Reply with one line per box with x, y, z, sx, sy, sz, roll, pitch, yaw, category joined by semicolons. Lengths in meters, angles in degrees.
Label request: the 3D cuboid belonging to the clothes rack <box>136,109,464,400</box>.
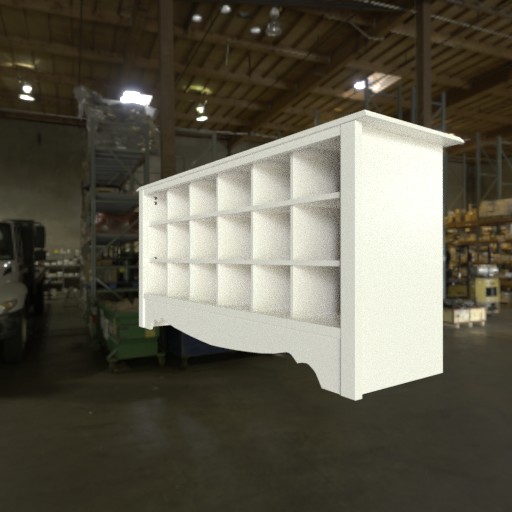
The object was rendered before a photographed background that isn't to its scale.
0.000;0.000;1.336;0.324;0.531;1.120;0;0;-36;clothes rack
